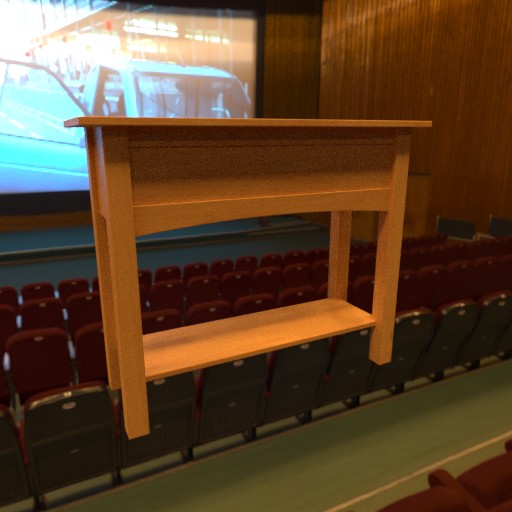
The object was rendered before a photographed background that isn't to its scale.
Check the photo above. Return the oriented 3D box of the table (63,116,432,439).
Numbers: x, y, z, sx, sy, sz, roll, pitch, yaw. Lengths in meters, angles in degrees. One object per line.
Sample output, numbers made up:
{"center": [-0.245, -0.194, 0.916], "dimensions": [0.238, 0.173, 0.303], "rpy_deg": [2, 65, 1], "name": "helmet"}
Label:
{"center": [0.000, 0.000, 1.246], "dimensions": [0.900, 0.728, 0.340], "rpy_deg": [-8, 17, -26], "name": "table"}
